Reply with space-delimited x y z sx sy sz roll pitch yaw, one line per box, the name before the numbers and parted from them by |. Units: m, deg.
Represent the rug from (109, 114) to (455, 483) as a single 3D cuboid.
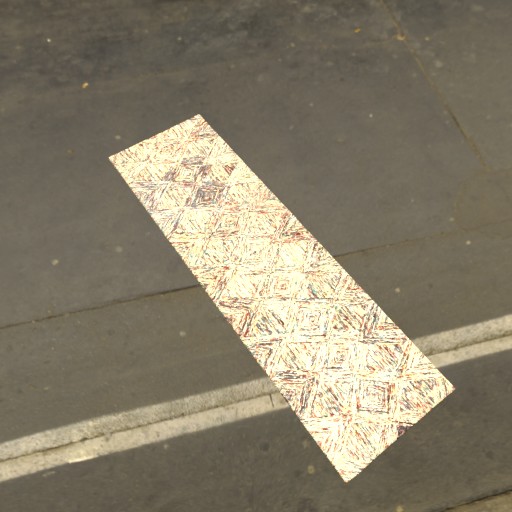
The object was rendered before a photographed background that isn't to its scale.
rug | 0.000 0.000 2.467 0.688 0.015 2.292 -32 64 -17
